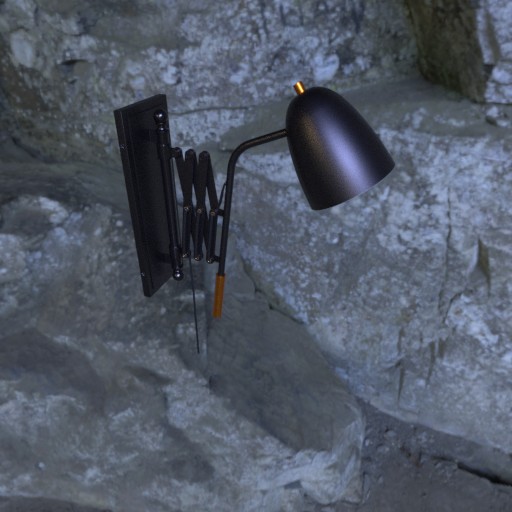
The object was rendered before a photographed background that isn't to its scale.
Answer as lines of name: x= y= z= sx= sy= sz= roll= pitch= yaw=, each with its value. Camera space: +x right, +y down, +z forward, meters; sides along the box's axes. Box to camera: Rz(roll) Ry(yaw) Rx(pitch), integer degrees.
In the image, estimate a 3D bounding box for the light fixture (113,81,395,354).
light fixture: x=0.000 y=0.000 z=0.941 sx=0.499 sy=0.715 sz=0.162 roll=12 pitch=34 yaw=19
